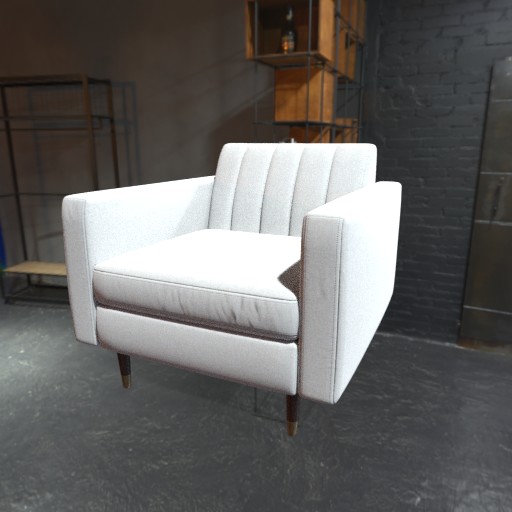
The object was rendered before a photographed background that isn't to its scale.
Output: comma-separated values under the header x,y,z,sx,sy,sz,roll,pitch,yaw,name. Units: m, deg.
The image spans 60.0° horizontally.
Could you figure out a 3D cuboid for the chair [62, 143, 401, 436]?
x,y,z,sx,sy,sz,roll,pitch,yaw,name
0.000,0.000,1.671,0.953,0.819,0.998,7,16,24,chair
